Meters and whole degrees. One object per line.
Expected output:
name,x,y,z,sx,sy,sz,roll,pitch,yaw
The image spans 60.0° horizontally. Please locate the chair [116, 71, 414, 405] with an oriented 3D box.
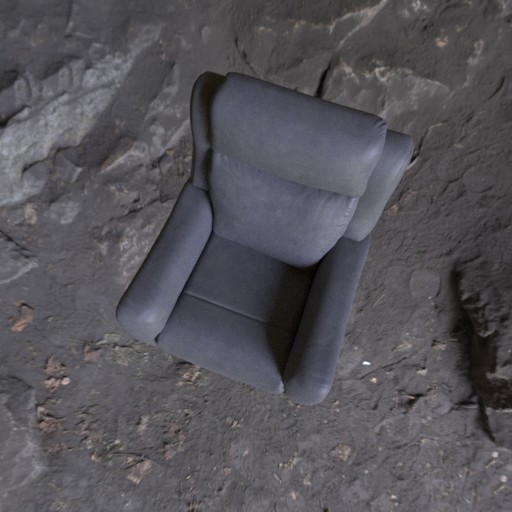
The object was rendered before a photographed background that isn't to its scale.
chair,0.000,0.000,1.980,0.967,1.116,1.068,20,75,6
